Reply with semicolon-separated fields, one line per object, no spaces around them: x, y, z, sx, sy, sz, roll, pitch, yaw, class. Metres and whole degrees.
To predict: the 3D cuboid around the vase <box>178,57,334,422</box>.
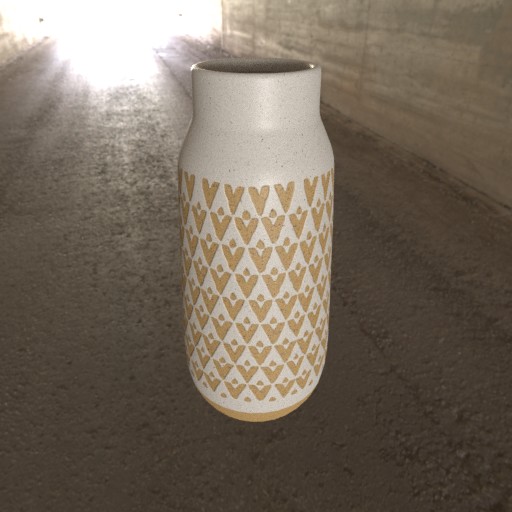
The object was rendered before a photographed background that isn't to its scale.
0.000;0.000;0.385;0.137;0.307;0.137;0;30;0;vase
